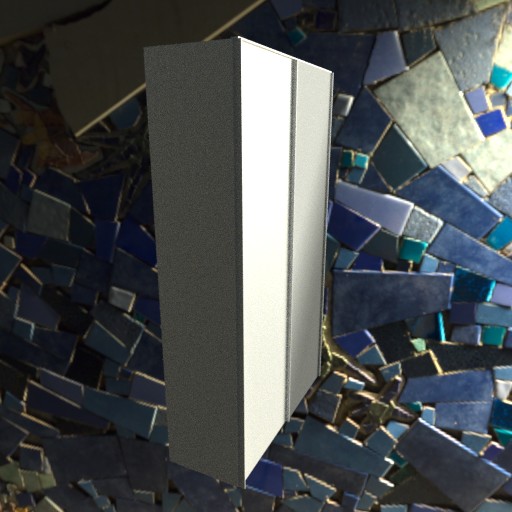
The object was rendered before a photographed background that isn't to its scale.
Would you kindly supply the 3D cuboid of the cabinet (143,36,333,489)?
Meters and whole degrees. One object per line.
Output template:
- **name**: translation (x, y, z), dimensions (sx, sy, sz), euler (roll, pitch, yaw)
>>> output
- **cabinet**: translation (0.000, 0.000, 2.658), dimensions (0.480, 2.160, 1.250), euler (8, 18, 25)
